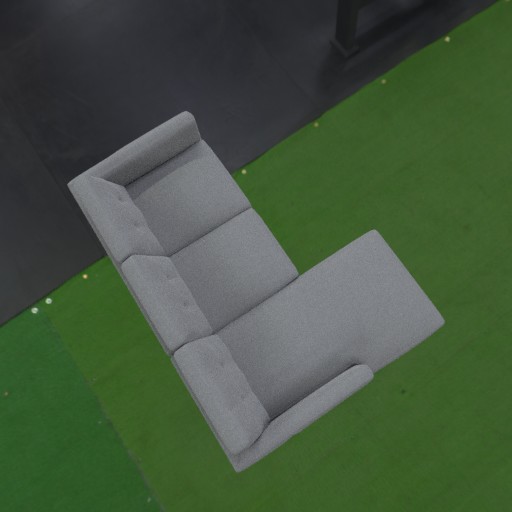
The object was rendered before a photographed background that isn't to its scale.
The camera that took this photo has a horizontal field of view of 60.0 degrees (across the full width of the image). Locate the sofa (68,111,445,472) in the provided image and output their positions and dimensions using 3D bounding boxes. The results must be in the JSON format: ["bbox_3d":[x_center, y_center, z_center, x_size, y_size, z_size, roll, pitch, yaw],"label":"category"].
[{"bbox_3d":[0.000,0.000,2.871,1.530,0.860,2.040,-32,78,-8],"label":"sofa"}]
